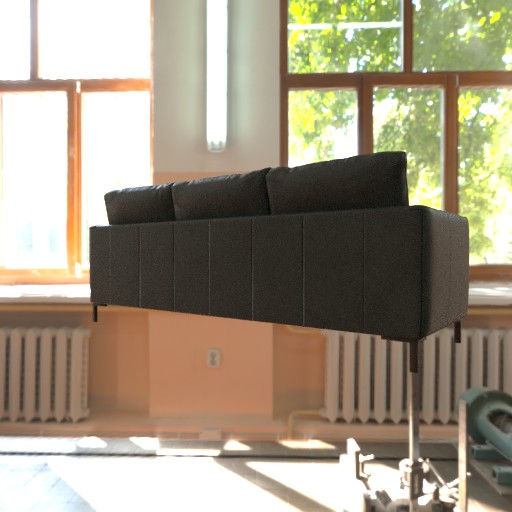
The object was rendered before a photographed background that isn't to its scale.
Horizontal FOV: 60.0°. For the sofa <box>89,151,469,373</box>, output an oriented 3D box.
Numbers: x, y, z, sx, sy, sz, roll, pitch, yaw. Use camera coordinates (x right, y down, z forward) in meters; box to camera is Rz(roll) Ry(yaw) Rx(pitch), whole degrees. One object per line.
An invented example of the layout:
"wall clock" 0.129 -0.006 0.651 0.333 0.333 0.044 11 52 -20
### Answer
"sofa" 0.000 0.000 2.400 2.029 0.805 0.748 0 0 37
